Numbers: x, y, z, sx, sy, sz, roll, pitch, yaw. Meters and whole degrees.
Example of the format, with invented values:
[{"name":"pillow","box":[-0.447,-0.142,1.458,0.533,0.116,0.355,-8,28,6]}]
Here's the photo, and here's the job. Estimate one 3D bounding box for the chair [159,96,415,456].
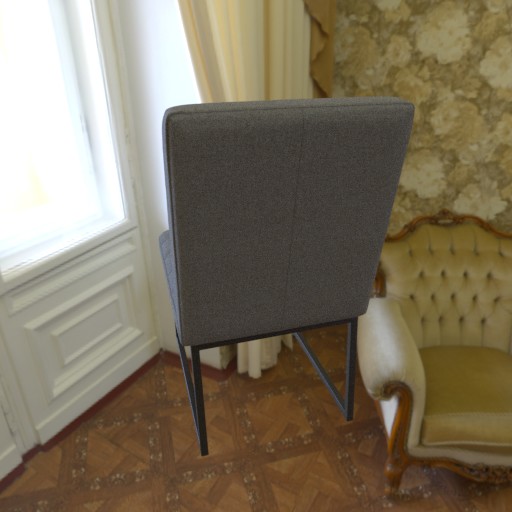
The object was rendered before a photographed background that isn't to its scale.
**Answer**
[{"name":"chair","box":[0.000,0.000,1.295,0.520,0.930,0.634,-7,27,-15]}]
